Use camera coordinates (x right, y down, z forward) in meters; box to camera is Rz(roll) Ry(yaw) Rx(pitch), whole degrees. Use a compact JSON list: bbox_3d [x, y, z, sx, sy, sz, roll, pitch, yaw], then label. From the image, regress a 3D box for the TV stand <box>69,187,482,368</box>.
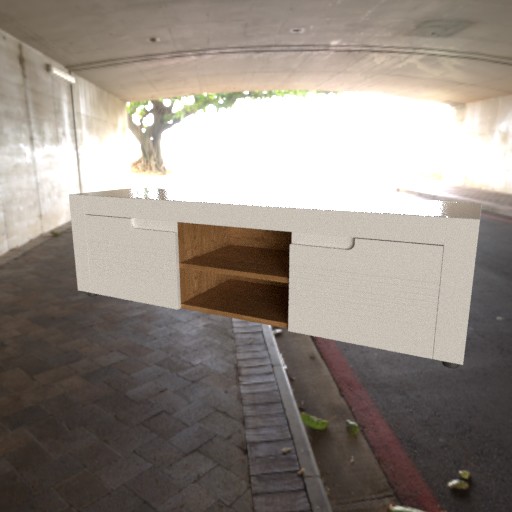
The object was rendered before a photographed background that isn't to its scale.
[{"bbox_3d":[0.000,0.000,1.698,1.500,0.440,0.410,7,15,26],"label":"TV stand"}]
